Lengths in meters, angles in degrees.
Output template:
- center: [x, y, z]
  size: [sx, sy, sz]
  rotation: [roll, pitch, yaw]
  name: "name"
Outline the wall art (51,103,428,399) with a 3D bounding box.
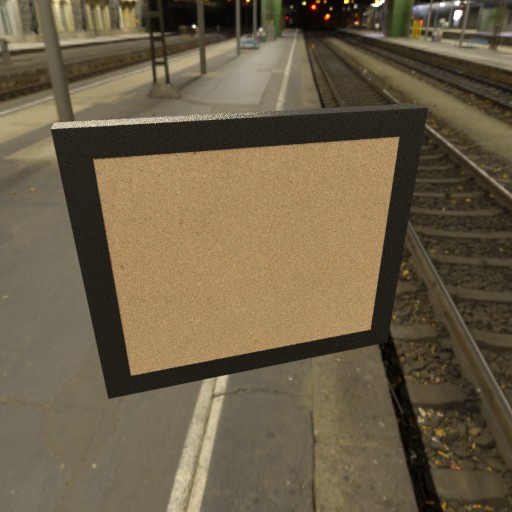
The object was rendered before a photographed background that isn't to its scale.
- center: [0.000, 0.000, 0.520]
  size: [0.381, 0.321, 0.028]
  rotation: [-8, 29, -14]
  name: "wall art"
